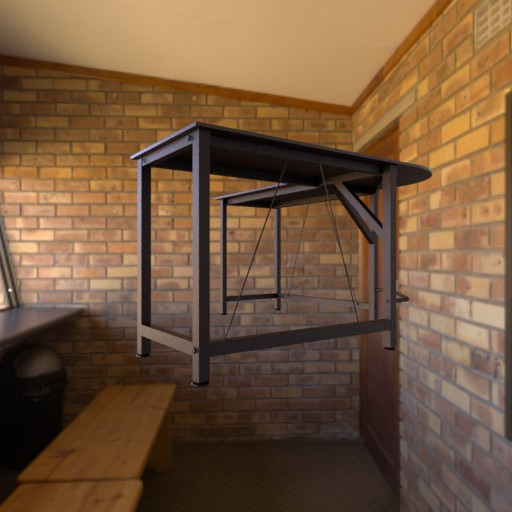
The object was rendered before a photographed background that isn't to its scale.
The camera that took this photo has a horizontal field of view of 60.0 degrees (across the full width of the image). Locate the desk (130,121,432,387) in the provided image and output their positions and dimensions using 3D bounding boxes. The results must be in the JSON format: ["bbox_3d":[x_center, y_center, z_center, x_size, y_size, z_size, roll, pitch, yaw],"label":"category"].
[{"bbox_3d":[0.000,0.000,2.231,1.400,0.762,1.400,0,0,-35],"label":"desk"}]
